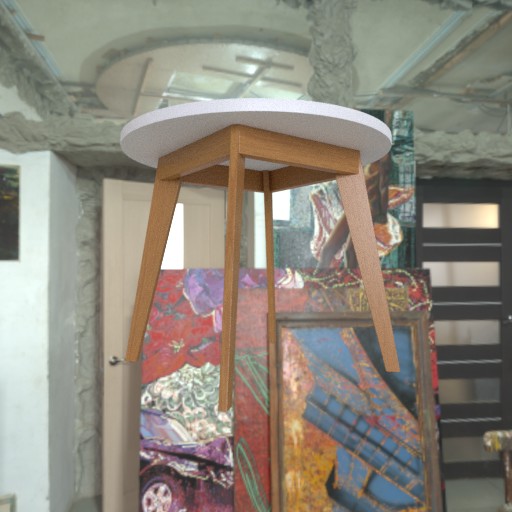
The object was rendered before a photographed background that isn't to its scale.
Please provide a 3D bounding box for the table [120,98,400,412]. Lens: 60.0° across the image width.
[{"bbox_3d":[0.000,0.000,1.527,0.896,0.762,0.896,0,-1,0],"label":"table"}]
